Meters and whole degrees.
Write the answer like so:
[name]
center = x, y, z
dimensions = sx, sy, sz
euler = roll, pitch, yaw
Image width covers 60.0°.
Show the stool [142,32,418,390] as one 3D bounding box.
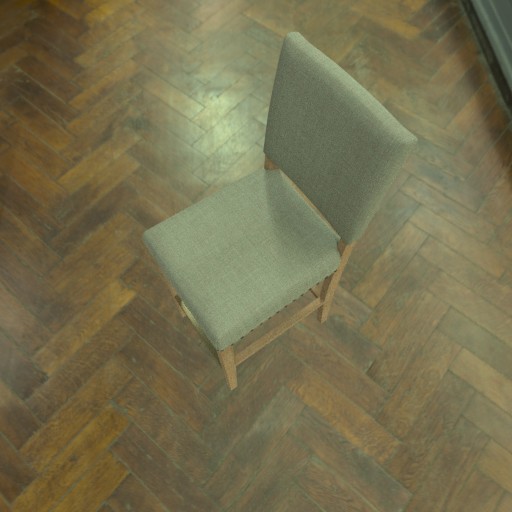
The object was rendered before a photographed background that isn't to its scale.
[stool]
center = 0.000, 0.000, 1.495
dimensions = 0.585, 1.203, 0.445
euler = -32, 68, -15
